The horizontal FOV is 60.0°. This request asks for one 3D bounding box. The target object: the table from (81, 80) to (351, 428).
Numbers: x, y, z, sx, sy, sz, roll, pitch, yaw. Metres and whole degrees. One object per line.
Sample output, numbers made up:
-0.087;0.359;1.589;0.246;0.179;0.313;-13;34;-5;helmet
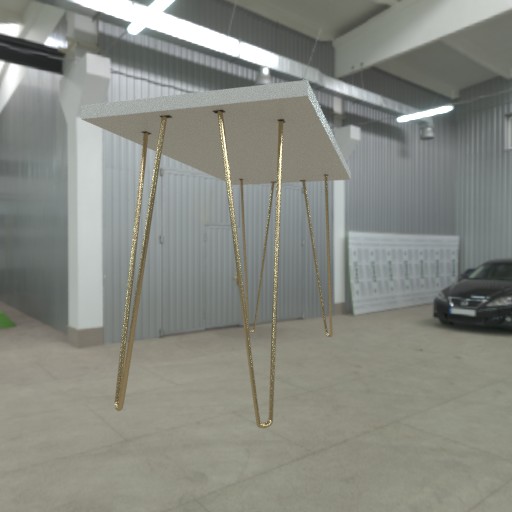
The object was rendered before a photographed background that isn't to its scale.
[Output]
0.000;0.000;1.367;0.498;0.660;0.991;0;1;17;table
